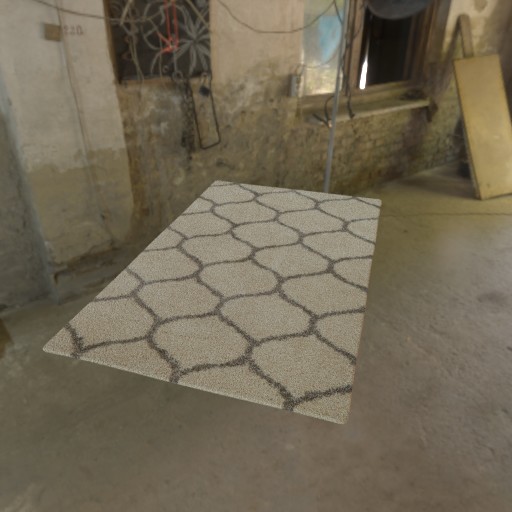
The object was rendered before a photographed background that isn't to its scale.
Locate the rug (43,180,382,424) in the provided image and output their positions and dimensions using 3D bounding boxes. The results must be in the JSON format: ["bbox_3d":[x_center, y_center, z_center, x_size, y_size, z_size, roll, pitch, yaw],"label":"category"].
[{"bbox_3d":[0.000,0.000,2.964,1.501,0.024,2.348,9,32,15],"label":"rug"}]
